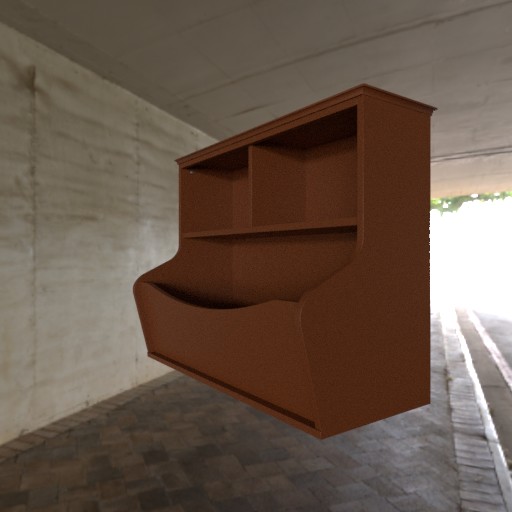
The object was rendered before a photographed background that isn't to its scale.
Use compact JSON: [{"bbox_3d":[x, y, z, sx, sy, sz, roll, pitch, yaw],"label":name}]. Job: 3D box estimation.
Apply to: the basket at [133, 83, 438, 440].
[{"bbox_3d":[0.000,0.000,1.148,0.376,0.625,0.792,0,0,-36],"label":"basket"}]
